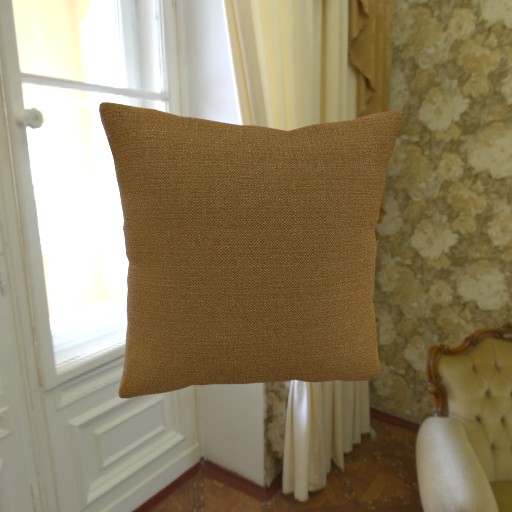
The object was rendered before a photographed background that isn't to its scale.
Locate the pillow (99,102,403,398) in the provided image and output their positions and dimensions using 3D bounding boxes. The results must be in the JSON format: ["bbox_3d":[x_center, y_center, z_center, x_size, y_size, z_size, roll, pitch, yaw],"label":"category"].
[{"bbox_3d":[0.000,0.000,0.674,0.432,0.437,0.147,-2,13,-9],"label":"pillow"}]
